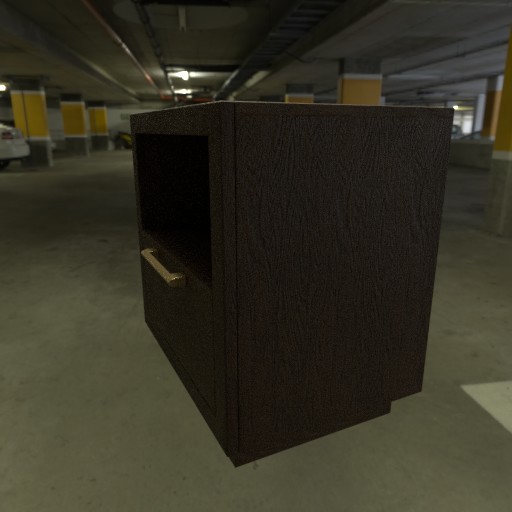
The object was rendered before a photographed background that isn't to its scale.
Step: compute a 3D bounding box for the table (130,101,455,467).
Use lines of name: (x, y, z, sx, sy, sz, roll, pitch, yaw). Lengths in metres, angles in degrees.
table: (0.000, 0.000, 0.941, 0.439, 0.585, 0.560, -8, 18, -25)
